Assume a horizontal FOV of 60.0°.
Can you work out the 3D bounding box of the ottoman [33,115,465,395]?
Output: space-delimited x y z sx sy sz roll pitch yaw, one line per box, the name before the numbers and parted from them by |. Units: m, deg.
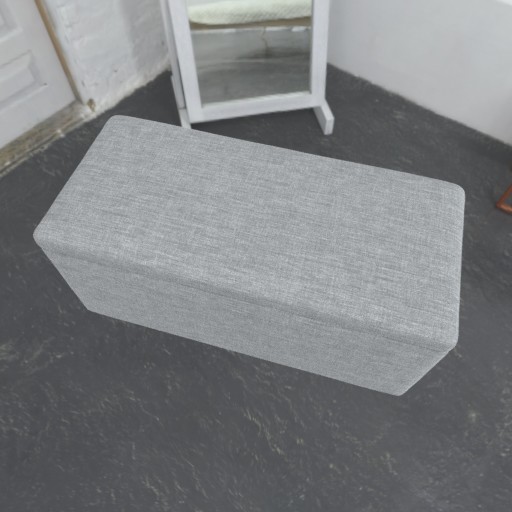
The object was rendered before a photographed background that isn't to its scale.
ottoman | 0.000 0.000 1.131 0.902 0.432 0.419 14 59 8
